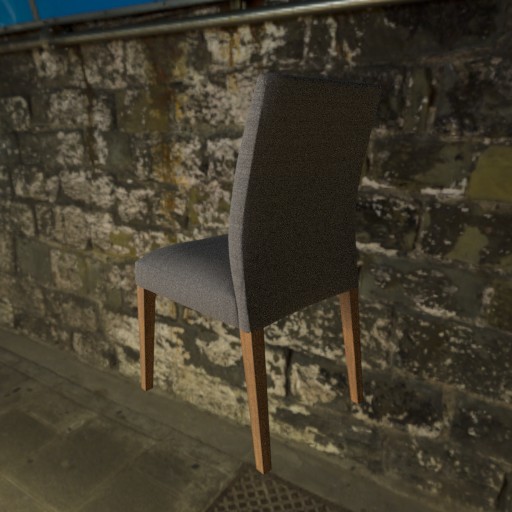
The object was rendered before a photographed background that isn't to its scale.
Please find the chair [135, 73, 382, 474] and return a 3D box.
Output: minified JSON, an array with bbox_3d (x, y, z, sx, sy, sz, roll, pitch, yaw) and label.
[{"bbox_3d":[0.000,0.000,1.304,0.496,0.940,0.585,-15,23,-42],"label":"chair"}]
